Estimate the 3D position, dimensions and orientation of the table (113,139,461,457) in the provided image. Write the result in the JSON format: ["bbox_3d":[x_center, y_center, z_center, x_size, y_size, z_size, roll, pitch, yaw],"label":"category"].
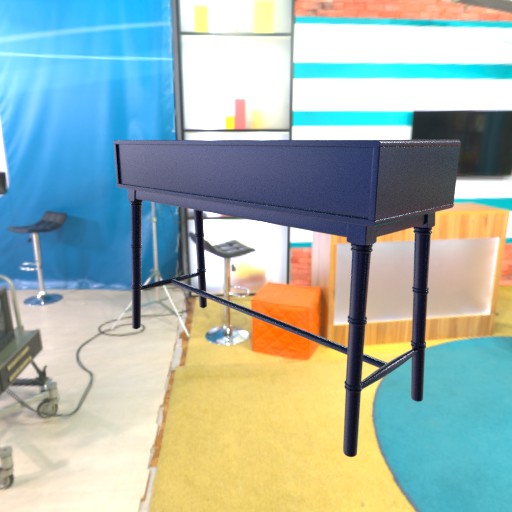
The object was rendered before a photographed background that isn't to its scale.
[{"bbox_3d":[0.000,0.000,1.480,0.399,0.749,1.118,-14,20,-42],"label":"table"}]
